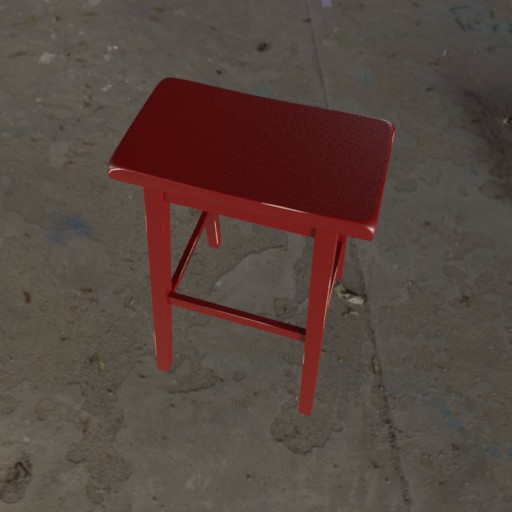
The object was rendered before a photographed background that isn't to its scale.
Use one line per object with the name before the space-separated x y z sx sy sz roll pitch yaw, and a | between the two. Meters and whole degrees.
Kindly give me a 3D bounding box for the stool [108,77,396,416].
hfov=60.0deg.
stool | 0.000 0.000 1.062 0.457 0.737 0.476 14 60 9
